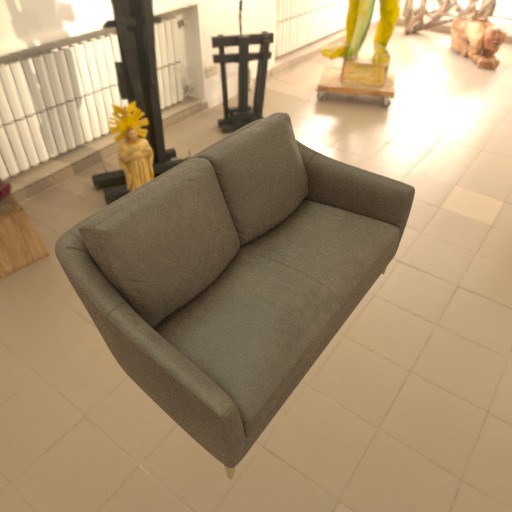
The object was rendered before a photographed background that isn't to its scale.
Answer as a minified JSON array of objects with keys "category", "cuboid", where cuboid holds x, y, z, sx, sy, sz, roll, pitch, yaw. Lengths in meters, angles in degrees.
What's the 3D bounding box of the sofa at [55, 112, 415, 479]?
[{"category":"sofa","cuboid":[0.000,0.000,2.151,0.960,0.902,1.619,26,47,26]}]
